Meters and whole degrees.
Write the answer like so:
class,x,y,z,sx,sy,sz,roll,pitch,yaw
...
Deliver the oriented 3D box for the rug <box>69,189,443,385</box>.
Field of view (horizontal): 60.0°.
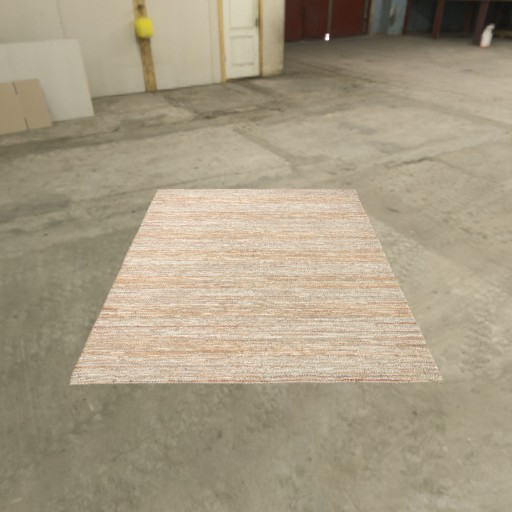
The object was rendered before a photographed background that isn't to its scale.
class,x,y,z,sx,sy,sz,roll,pitch,yaw
rug,0.000,0.000,3.925,2.313,0.009,2.939,0,32,0
